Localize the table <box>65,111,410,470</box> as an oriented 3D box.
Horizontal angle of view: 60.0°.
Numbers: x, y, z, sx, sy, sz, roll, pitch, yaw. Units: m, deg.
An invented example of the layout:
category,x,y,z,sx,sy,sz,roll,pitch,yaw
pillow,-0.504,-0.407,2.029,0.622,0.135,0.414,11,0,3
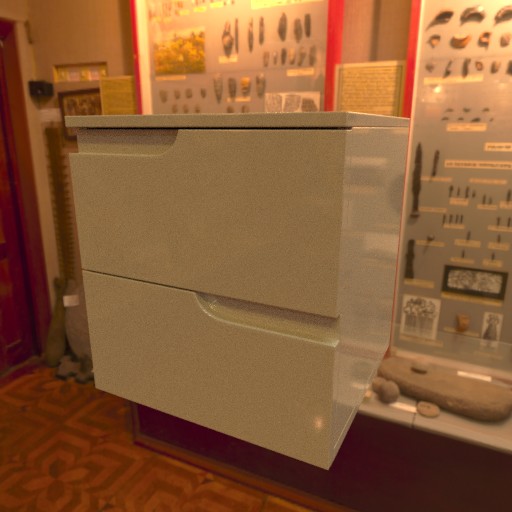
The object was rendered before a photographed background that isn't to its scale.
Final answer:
category,x,y,z,sx,sy,sz,roll,pitch,yaw
table,0.000,0.000,0.787,0.420,0.470,0.400,8,18,26
